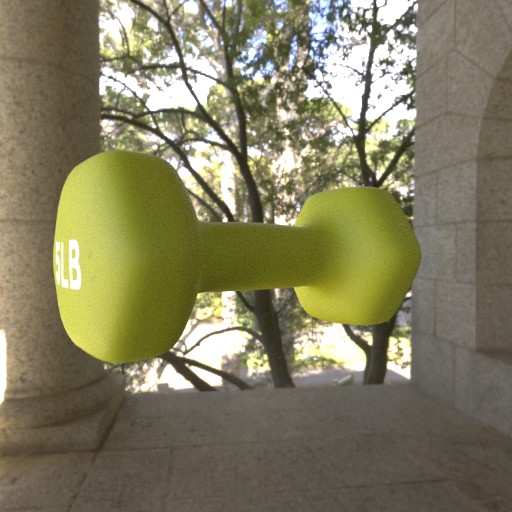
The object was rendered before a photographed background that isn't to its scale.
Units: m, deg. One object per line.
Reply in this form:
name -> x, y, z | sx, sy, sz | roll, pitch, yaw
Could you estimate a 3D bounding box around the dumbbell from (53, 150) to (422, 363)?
dumbbell -> 0.000, 0.000, 0.201 | 0.164, 0.072, 0.080 | 0, 0, -37
